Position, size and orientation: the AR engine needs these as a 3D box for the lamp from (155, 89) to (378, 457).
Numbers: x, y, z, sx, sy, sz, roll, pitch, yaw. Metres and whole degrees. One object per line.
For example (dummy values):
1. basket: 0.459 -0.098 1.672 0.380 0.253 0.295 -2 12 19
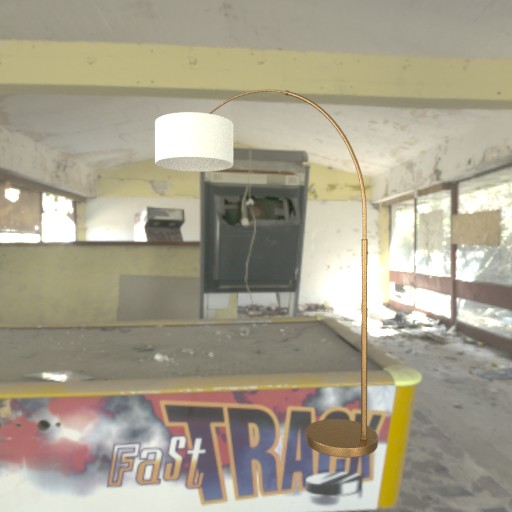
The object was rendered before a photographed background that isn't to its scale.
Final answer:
1. lamp: 0.000 0.000 2.593 1.434 1.927 0.493 1 1 33
